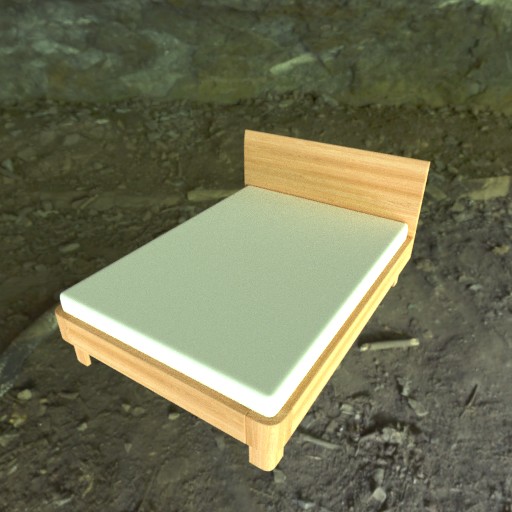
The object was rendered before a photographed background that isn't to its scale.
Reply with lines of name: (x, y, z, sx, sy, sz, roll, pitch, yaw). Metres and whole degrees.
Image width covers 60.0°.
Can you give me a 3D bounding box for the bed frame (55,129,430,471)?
bed frame: (0.000, 0.000, 2.806, 1.472, 0.940, 1.992, 18, 35, 28)
